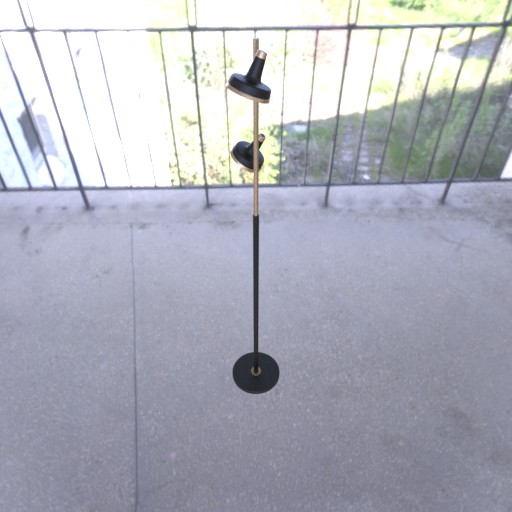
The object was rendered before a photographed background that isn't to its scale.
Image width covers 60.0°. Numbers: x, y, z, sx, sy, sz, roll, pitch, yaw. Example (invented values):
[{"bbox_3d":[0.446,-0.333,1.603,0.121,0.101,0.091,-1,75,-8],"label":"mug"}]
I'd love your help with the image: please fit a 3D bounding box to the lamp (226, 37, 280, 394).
[{"bbox_3d":[0.000,0.000,1.835,0.253,1.674,0.351,0,41,0],"label":"lamp"}]
